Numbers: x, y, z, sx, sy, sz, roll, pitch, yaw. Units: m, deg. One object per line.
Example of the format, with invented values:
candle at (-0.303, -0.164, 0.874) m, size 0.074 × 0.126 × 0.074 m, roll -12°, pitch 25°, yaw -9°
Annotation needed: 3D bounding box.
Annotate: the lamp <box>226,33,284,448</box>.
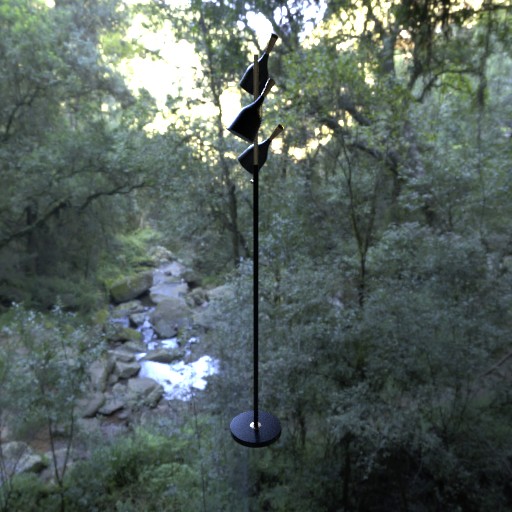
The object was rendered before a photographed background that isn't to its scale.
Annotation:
lamp at (0.000, 0.000, 1.942) m, size 0.253 × 1.778 × 0.434 m, roll 2°, pitch 16°, yaw 8°
